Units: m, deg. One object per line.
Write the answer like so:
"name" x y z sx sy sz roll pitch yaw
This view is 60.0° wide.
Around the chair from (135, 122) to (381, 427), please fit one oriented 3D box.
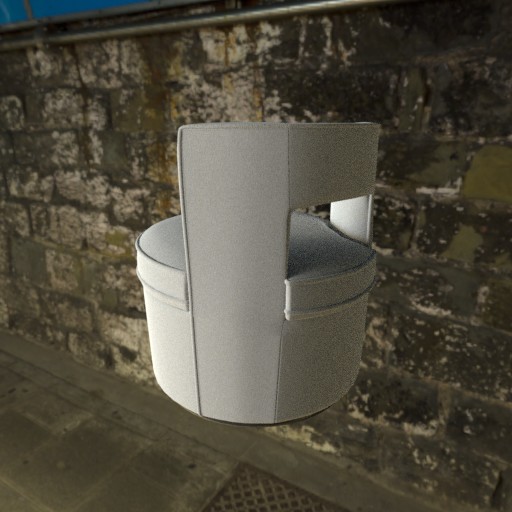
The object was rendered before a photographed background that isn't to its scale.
"chair" 0.000 0.000 1.252 0.650 0.723 0.665 -16 23 -42
